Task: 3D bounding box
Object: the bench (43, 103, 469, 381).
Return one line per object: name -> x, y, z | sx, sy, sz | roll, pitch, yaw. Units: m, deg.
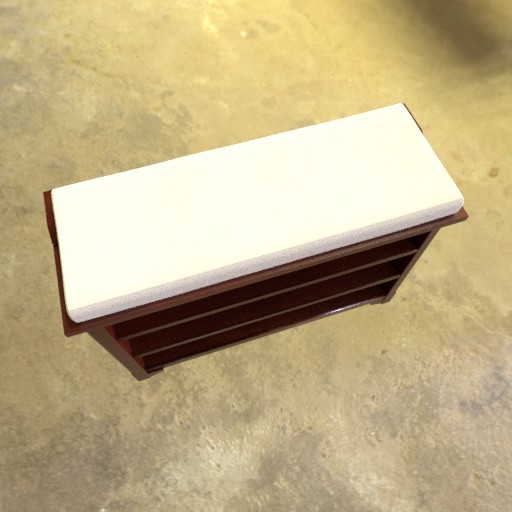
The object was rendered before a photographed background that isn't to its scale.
bench -> 0.000, 0.000, 1.337 | 0.987, 0.646, 0.369 | -16, 64, -8
